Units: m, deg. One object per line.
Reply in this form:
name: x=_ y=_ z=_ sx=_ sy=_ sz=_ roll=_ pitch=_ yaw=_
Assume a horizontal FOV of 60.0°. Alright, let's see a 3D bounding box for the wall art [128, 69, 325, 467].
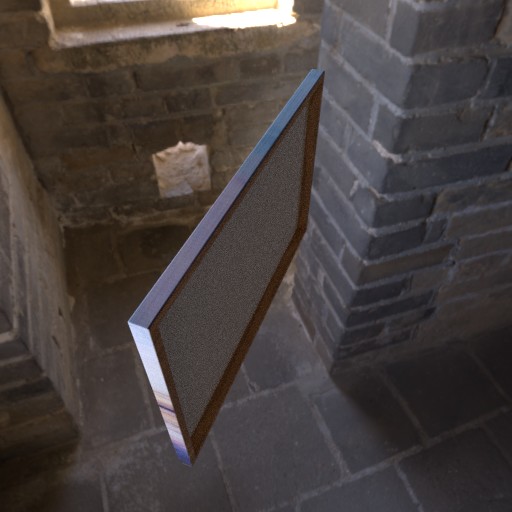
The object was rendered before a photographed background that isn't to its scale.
wall art: x=0.000 y=0.000 z=1.159 sx=0.037 sy=0.605 sz=0.911 roll=17 pitch=49 yaw=15
